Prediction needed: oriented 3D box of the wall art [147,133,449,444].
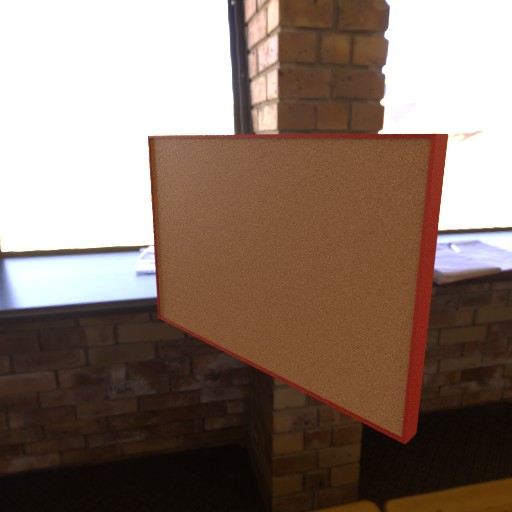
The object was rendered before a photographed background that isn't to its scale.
[{"bbox_3d":[0.000,0.000,0.765,0.033,0.405,0.607,-14,21,-43],"label":"wall art"}]
